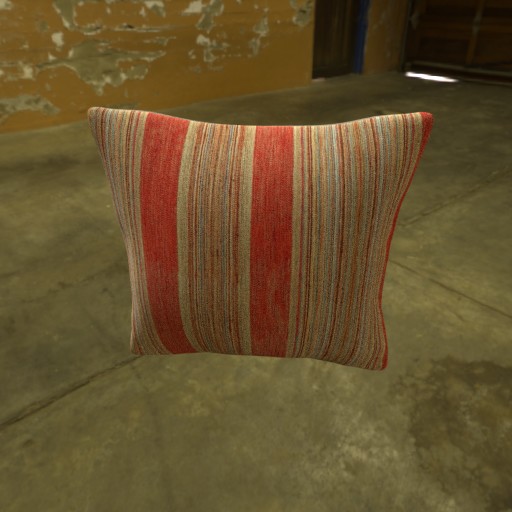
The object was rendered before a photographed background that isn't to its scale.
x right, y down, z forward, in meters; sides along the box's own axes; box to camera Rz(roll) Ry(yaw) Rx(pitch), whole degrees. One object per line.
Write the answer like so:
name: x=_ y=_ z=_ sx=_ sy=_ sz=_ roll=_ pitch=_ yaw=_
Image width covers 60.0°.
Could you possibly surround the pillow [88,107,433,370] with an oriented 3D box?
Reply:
pillow: x=0.000 y=0.000 z=0.651 sx=0.437 sy=0.419 sz=0.136 roll=2 pitch=30 yaw=4
